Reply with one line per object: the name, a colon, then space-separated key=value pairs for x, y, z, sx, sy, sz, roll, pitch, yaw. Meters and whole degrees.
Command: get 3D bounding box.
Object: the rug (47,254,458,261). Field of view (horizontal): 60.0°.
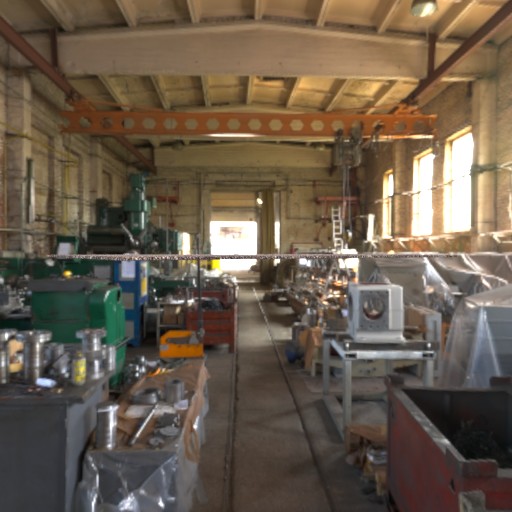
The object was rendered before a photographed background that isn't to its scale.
rug: x=0.000 y=0.000 z=2.319 sx=1.814 sy=0.012 sz=1.186 roll=0 pitch=1 yaw=-35
